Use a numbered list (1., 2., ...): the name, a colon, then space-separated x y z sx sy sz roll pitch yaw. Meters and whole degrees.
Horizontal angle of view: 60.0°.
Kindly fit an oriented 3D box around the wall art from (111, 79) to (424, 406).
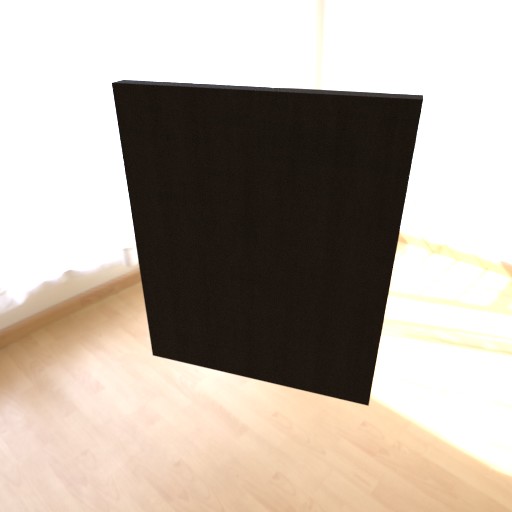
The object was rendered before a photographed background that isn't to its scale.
1. wall art: 0.000 0.000 0.771 0.455 0.552 0.034 9 31 15
